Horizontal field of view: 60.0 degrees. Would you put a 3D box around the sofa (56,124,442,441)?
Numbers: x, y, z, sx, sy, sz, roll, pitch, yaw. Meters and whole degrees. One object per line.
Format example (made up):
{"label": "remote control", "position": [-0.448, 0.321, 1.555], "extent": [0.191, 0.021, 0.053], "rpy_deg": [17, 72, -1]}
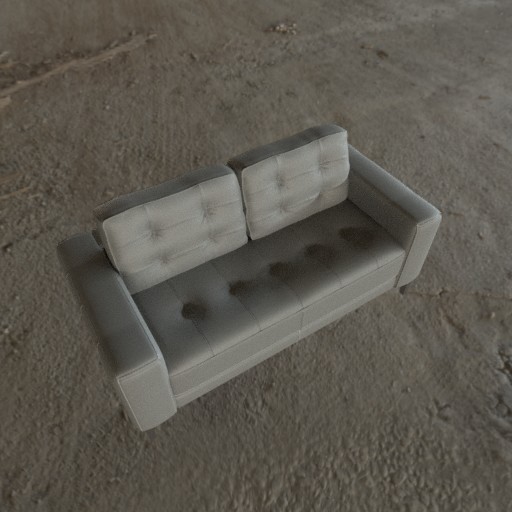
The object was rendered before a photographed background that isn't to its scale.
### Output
{"label": "sofa", "position": [0.000, 0.000, 2.255], "extent": [1.726, 0.893, 0.833], "rpy_deg": [-25, 52, -21]}
